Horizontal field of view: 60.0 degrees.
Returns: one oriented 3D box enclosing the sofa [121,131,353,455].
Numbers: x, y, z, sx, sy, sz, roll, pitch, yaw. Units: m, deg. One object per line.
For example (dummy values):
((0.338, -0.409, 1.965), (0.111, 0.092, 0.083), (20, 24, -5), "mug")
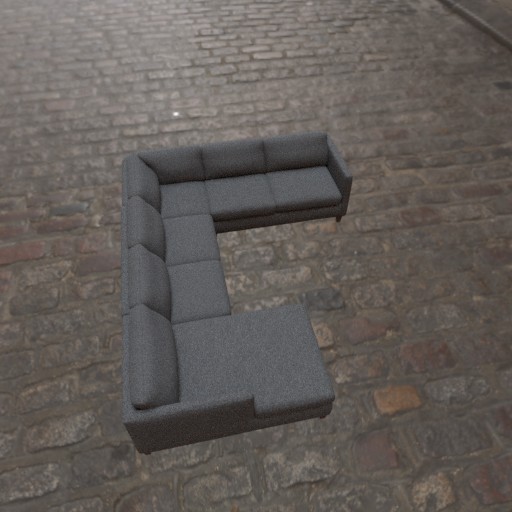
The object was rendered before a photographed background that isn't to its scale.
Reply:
((0.000, 0.000, 4.433), (2.551, 0.853, 3.238), (-9, 47, -8), "sofa")
